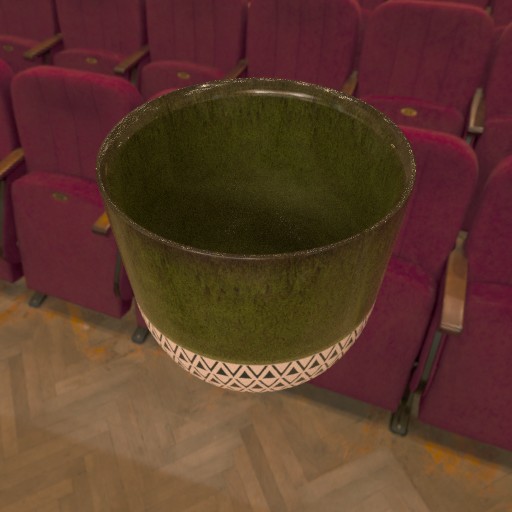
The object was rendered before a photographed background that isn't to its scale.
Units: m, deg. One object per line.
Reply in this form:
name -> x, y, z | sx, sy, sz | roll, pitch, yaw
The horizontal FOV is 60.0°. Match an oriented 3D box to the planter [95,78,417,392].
planter -> 0.000, 0.000, 0.473 | 0.266, 0.270, 0.266 | 0, 46, 0
